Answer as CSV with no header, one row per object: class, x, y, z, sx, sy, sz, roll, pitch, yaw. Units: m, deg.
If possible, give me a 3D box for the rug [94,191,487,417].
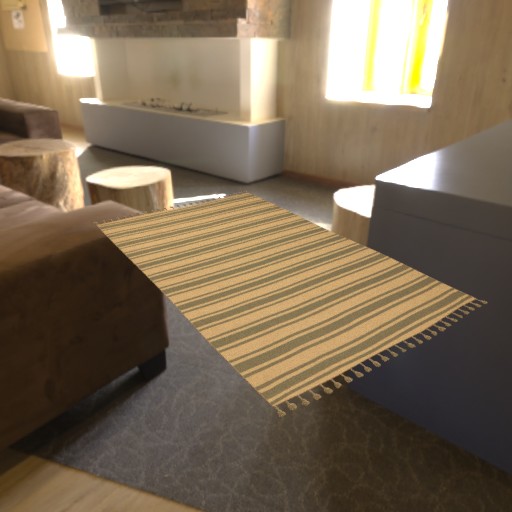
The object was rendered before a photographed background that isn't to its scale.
rug,0.000,0.000,2.508,1.222,0.009,2.084,-17,31,-31
